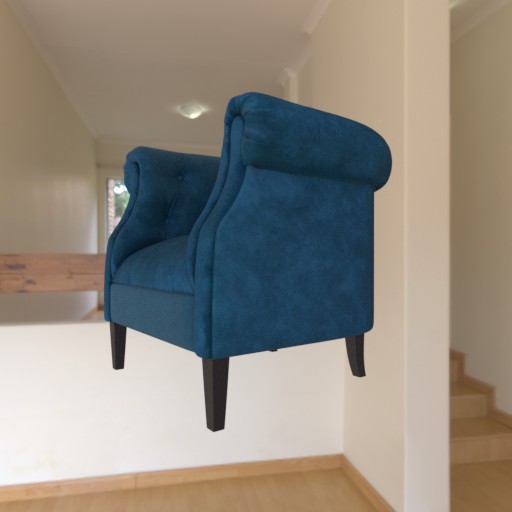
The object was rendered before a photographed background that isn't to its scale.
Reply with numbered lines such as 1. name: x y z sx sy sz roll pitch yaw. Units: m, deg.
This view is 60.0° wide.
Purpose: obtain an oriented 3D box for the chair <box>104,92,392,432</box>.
1. chair: 0.000 0.000 1.563 0.851 0.826 0.904 0 0 -36
